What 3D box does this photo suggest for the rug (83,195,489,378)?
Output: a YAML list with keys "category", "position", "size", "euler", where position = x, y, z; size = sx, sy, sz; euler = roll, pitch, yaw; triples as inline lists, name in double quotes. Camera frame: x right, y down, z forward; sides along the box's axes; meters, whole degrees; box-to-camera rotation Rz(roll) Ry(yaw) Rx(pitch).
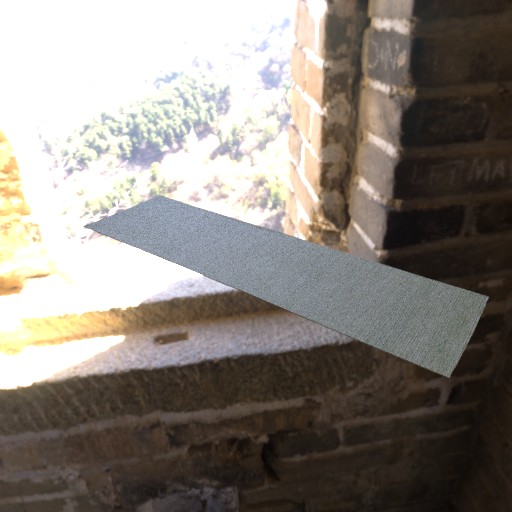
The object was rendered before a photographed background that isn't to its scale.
- category: "rug"
  position: [0.000, 0.000, 2.533]
  size: [2.340, 0.013, 0.686]
  euler: [20, 34, 31]
